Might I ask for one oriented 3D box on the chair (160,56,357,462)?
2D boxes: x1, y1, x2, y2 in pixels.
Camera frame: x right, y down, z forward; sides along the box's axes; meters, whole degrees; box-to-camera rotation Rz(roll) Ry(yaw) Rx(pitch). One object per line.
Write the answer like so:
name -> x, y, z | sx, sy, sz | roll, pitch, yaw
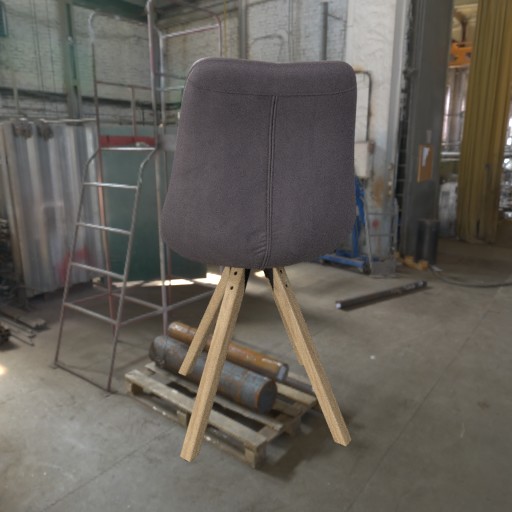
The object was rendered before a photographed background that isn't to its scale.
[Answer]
chair -> 0.000, 0.000, 1.158 | 0.483, 0.865, 0.547 | -2, 13, -8
